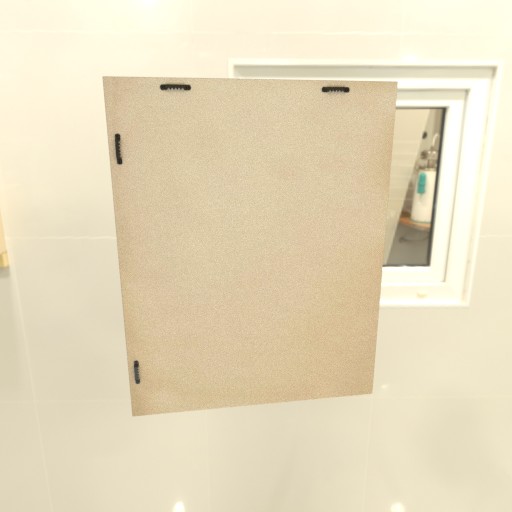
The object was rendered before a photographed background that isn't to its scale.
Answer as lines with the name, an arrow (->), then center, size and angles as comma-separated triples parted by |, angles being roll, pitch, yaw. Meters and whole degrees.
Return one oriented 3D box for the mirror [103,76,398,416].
mirror -> 0.000, 0.000, 0.685 | 0.405, 0.508, 0.041 | -3, 16, -9
